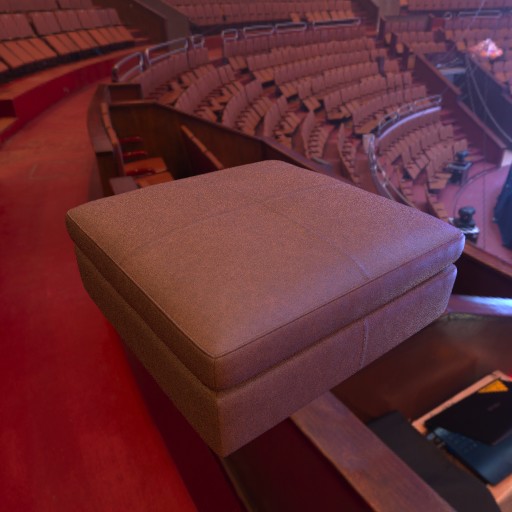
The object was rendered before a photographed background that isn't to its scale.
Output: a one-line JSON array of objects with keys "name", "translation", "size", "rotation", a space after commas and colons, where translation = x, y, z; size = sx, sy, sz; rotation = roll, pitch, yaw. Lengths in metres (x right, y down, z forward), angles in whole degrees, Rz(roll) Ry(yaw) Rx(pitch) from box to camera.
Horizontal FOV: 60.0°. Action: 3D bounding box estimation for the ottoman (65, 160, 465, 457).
[{"name": "ottoman", "translation": [0.000, 0.000, 1.819], "size": [1.168, 0.490, 1.168], "rotation": [-21, 35, -32]}]
